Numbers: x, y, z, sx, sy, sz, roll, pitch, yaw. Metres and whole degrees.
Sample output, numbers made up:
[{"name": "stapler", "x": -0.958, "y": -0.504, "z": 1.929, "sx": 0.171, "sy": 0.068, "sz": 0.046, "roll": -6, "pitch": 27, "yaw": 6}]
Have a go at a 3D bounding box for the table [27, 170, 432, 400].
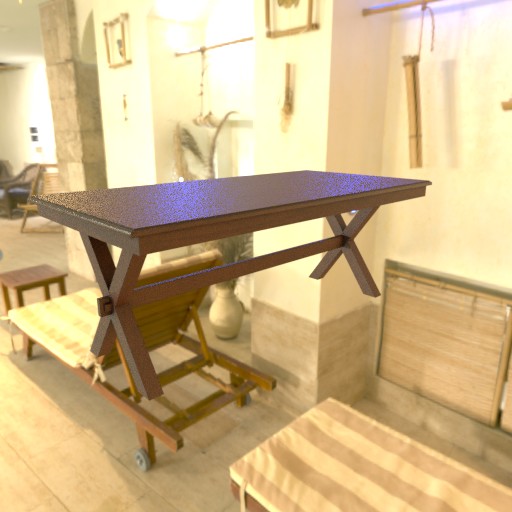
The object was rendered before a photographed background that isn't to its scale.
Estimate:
[{"name": "table", "x": 0.000, "y": 0.000, "z": 1.485, "sx": 1.197, "sy": 0.459, "sz": 0.594, "roll": -15, "pitch": 21, "yaw": -41}]
